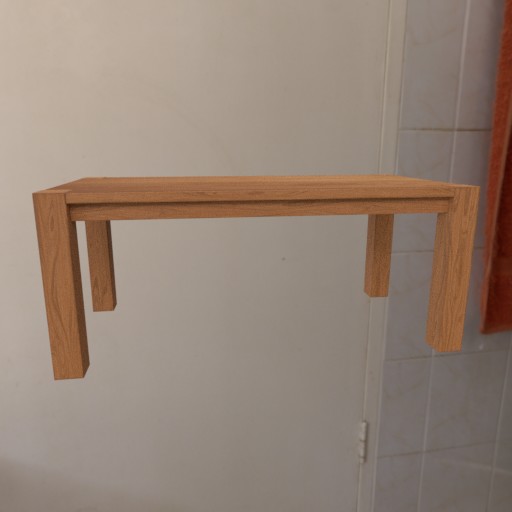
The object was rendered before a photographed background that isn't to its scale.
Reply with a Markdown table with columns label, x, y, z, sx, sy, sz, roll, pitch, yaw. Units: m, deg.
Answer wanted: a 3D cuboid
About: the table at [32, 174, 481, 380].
| label | x | y | z | sx | sy | sz | roll | pitch | yaw |
| --- | --- | --- | --- | --- | --- | --- | --- | --- | --- |
| table | 0.000 | 0.000 | 2.278 | 1.800 | 0.760 | 0.900 | -2 | 14 | -8 |
